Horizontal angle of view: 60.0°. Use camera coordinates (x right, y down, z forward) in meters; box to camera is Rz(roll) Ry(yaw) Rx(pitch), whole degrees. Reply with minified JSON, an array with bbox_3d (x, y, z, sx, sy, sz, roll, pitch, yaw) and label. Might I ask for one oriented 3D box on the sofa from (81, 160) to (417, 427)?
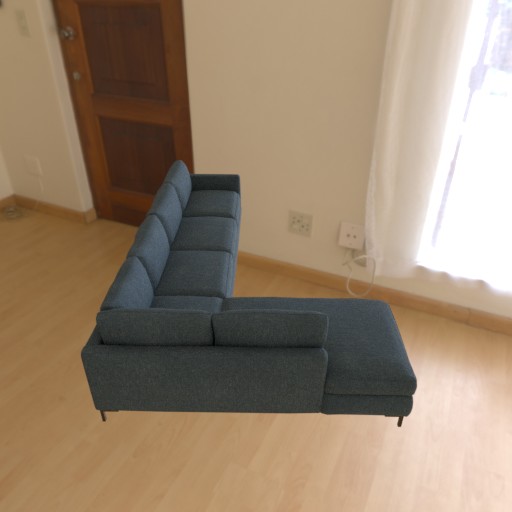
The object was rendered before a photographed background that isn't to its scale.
[{"bbox_3d":[0.000,0.000,3.889,2.007,0.815,2.949,0,31,1],"label":"sofa"}]
